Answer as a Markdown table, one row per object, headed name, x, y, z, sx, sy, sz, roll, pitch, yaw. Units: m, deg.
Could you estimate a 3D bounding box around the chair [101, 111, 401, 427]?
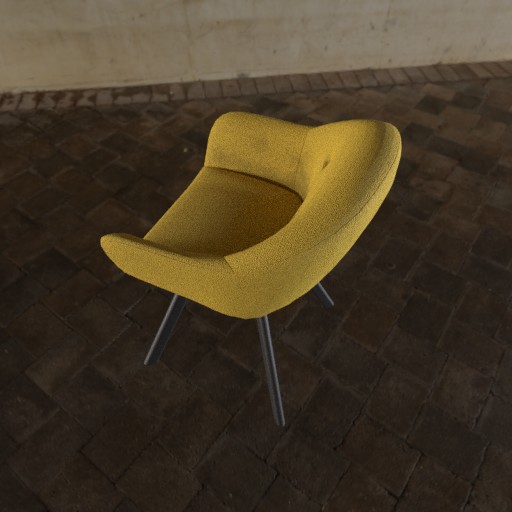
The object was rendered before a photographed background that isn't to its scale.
| name | x | y | z | sx | sy | sz | roll | pitch | yaw |
| --- | --- | --- | --- | --- | --- | --- | --- | --- | --- |
| chair | 0.000 | 0.000 | 1.150 | 0.565 | 0.775 | 0.545 | 18 | 50 | 16 |
